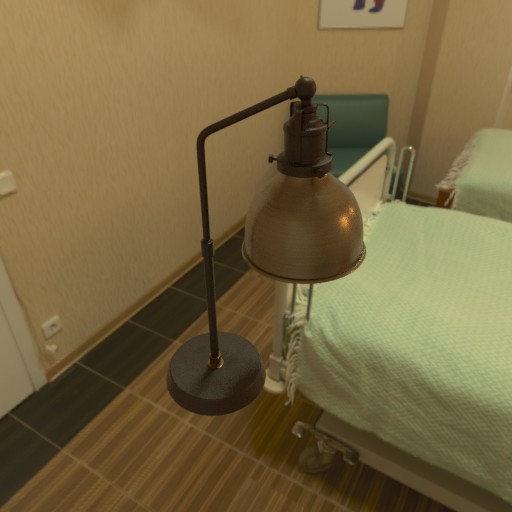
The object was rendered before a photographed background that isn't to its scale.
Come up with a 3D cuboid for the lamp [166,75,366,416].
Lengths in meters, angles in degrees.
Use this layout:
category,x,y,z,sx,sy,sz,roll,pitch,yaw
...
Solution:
category,x,y,z,sx,sy,sz,roll,pitch,yaw
lamp,0.000,0.000,0.615,0.298,0.469,0.175,1,33,1
